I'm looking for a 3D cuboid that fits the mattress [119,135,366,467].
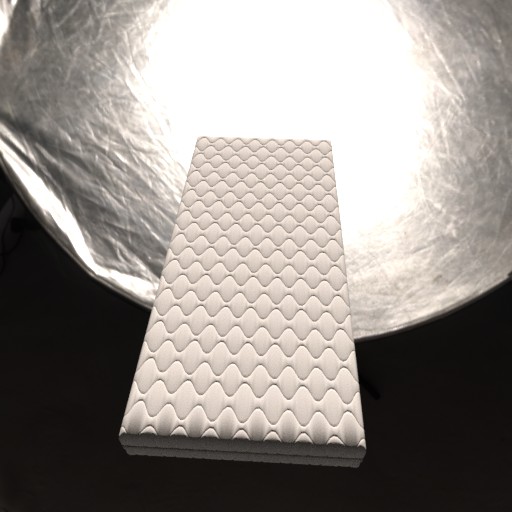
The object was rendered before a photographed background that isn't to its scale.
[{"bbox_3d":[0.000,0.000,2.317,0.900,0.200,2.000,2,47,2],"label":"mattress"}]
